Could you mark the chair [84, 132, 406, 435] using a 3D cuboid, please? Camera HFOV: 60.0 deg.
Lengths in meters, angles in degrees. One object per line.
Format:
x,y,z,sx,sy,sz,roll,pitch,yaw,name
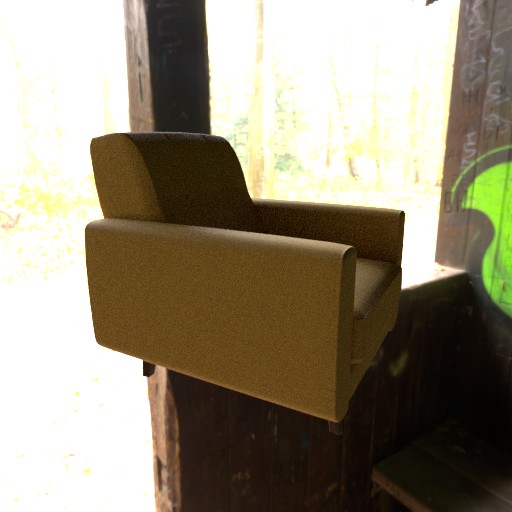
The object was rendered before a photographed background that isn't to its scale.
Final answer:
0.000,0.000,1.549,0.909,0.841,0.831,7,16,27,chair
